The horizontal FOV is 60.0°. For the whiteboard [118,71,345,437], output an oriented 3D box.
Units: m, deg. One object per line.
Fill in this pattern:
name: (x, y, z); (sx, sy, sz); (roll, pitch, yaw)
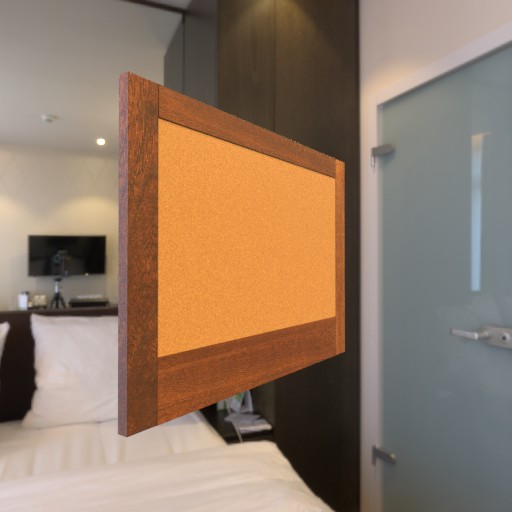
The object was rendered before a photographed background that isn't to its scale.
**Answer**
whiteboard: (0.000, 0.000, 1.017); (0.083, 0.559, 0.783); (0, -1, 36)
